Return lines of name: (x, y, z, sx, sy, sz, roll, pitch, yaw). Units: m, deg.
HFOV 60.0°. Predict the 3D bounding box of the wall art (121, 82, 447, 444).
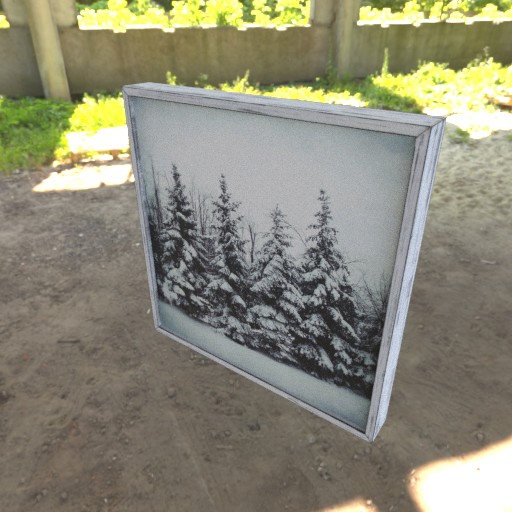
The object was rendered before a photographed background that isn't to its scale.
wall art: (0.000, 0.000, 0.448, 0.303, 0.303, 0.036, 19, 34, 31)
